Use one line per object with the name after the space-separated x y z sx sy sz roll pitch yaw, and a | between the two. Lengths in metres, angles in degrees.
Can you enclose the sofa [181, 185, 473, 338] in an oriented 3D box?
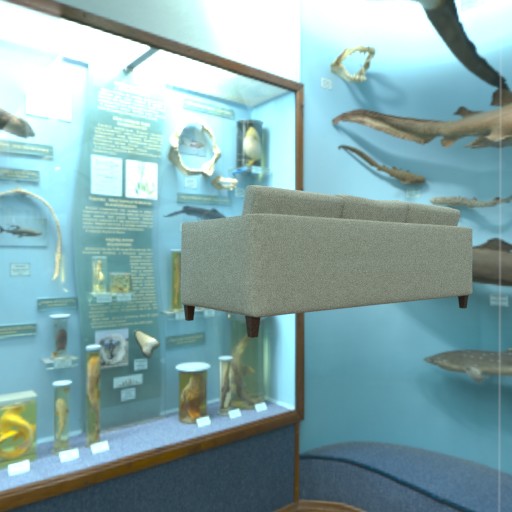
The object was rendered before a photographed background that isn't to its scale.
0.000 0.000 4.608 2.522 0.934 3.333 0 0 -36 | sofa
